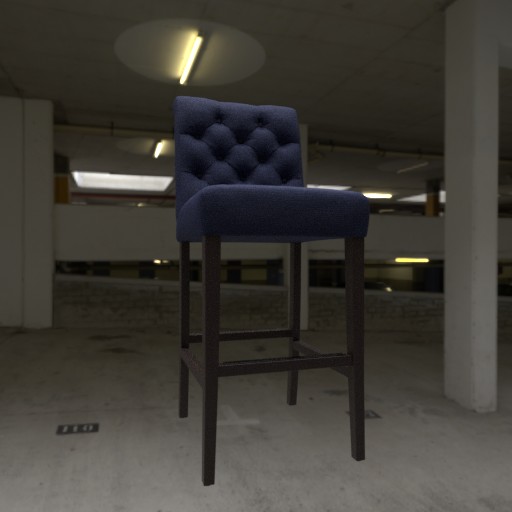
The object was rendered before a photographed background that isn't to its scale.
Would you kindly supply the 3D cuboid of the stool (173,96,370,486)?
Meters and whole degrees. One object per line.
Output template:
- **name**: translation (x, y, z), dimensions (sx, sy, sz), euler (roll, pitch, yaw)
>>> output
- **stool**: translation (0.000, 0.000, 1.430), dimensions (0.493, 1.140, 0.601), euler (0, 0, -18)
